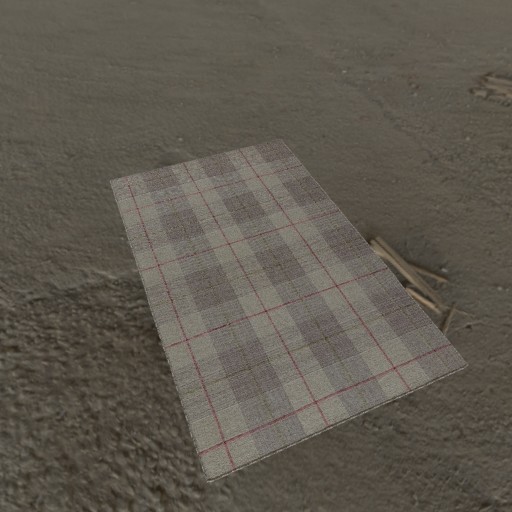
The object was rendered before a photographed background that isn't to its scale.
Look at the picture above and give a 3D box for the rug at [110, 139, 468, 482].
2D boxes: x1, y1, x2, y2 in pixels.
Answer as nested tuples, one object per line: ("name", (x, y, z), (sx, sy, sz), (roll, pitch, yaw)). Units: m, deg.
("rug", (0.000, 0.000, 3.022), (1.549, 0.010, 2.464), (-18, 50, -16))
